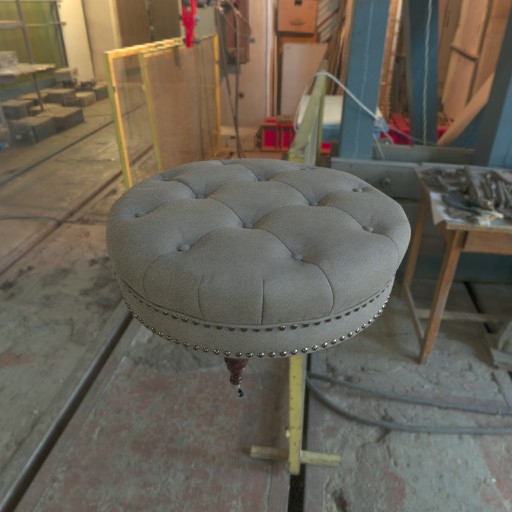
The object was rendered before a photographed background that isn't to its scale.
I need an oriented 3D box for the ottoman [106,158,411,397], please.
[{"bbox_3d":[0.000,0.000,1.415,0.901,0.439,0.901,0,30,0],"label":"ottoman"}]
